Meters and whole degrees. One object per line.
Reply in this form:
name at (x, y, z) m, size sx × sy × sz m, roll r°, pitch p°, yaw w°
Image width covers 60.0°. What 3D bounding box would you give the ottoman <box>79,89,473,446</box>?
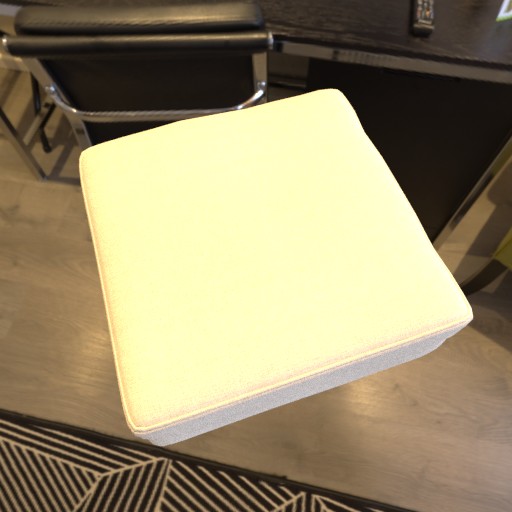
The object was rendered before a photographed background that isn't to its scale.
ottoman at (0.000, 0.000, 1.318) m, size 0.838 × 0.478 × 0.838 m, roll -16°, pitch 64°, yaw -8°
